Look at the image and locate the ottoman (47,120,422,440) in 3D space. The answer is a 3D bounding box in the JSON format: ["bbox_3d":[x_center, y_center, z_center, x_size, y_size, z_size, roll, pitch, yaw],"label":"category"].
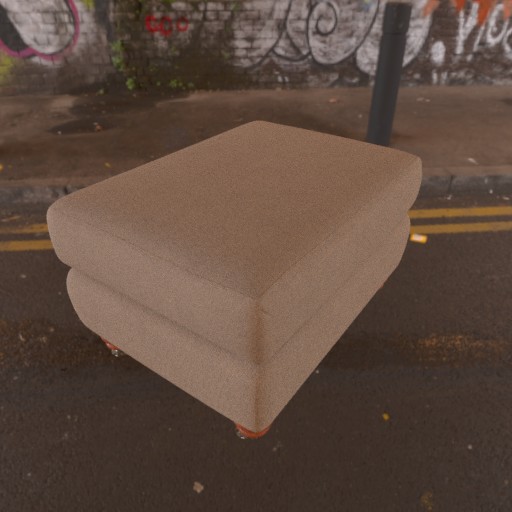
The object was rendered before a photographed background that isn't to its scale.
[{"bbox_3d":[0.000,0.000,1.139,0.569,0.504,0.773,21,39,29],"label":"ottoman"}]
